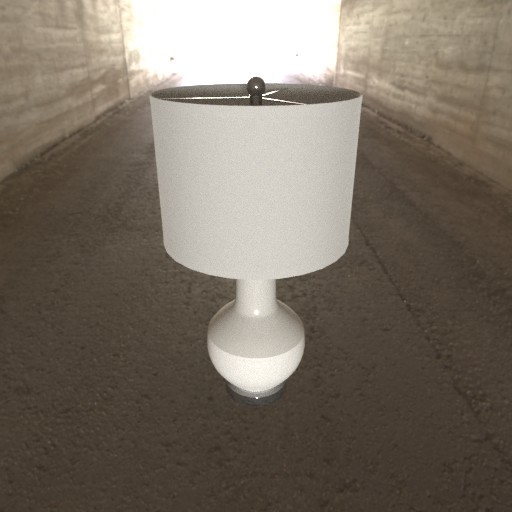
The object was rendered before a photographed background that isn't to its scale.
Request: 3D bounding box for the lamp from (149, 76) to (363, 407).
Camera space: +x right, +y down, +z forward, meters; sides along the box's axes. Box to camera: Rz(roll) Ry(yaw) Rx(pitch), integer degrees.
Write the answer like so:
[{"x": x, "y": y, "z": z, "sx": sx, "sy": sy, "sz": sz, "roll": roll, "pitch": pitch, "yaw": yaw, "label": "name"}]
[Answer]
[{"x": 0.000, "y": 0.000, "z": 0.892, "sx": 0.357, "sy": 0.673, "sz": 0.357, "roll": -19, "pitch": 32, "yaw": -34, "label": "lamp"}]
